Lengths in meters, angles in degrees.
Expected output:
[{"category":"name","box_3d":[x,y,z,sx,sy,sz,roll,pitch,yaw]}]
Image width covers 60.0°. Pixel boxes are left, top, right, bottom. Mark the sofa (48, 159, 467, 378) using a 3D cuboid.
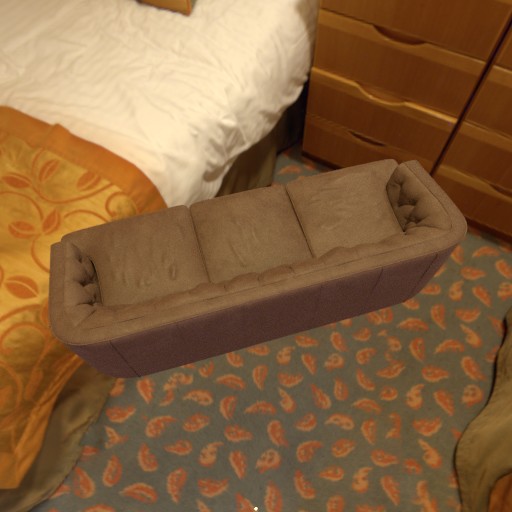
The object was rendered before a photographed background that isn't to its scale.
[{"category":"sofa","box_3d":[0.000,0.000,2.679,2.227,0.787,0.927,-14,61,-8]}]
